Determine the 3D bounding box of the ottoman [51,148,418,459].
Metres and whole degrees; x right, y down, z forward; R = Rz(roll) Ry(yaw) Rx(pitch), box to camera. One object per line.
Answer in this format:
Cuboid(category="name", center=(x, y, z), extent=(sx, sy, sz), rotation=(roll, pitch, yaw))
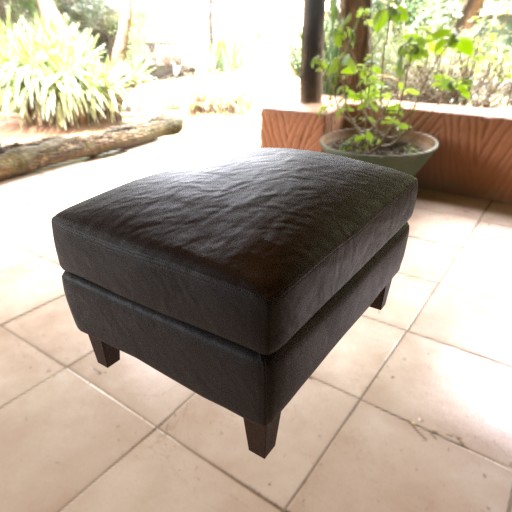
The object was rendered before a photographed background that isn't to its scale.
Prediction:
Cuboid(category="ottoman", center=(0.000, 0.000, 1.278), extent=(0.659, 0.529, 0.887), rotation=(17, 31, 30))
